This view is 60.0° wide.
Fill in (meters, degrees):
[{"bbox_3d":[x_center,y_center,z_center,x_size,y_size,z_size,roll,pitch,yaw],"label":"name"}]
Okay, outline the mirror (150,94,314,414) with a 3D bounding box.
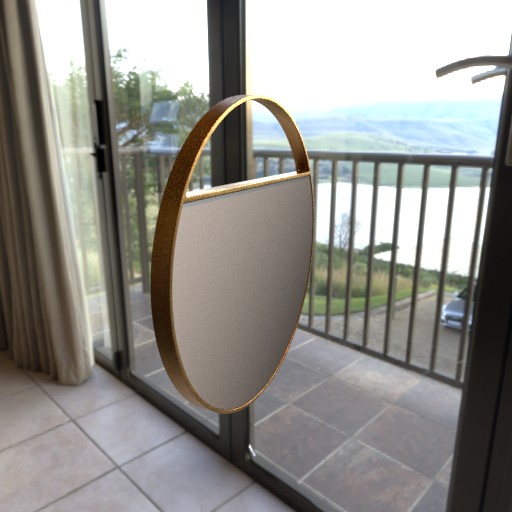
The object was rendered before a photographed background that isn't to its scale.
[{"bbox_3d":[0.000,0.000,0.826,0.032,0.565,0.565,7,17,25],"label":"mirror"}]
